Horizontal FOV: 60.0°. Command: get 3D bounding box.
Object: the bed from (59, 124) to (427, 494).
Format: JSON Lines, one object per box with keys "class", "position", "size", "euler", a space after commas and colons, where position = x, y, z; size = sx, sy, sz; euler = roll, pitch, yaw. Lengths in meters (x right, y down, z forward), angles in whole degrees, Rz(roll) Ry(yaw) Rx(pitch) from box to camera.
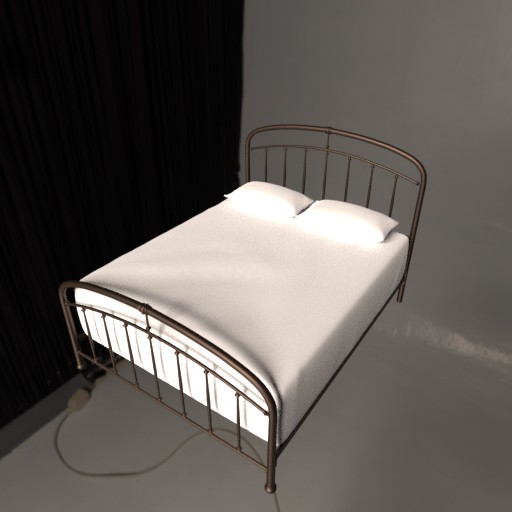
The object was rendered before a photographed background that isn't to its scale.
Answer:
{"class": "bed", "position": [0.000, 0.000, 3.238], "size": [1.711, 1.425, 2.180], "euler": [19, 36, 29]}
